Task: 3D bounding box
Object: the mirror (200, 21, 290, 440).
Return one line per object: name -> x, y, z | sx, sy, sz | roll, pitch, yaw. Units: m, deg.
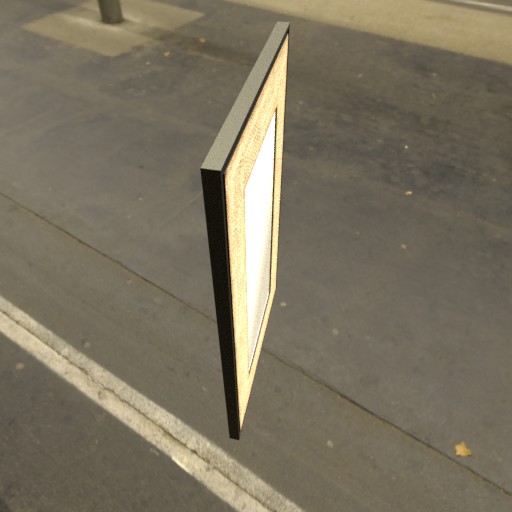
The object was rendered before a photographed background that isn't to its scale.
mirror -> 0.000, 0.000, 1.489 | 0.038, 1.219, 0.762 | 9, 47, 9
